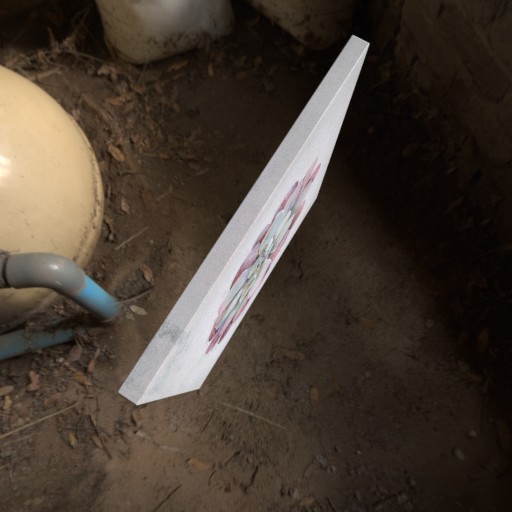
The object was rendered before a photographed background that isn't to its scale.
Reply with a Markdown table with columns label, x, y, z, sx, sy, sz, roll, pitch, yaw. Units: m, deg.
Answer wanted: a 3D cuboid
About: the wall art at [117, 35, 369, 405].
| label | x | y | z | sx | sy | sz | roll | pitch | yaw |
| --- | --- | --- | --- | --- | --- | --- | --- | --- | --- |
| wall art | 0.000 | 0.000 | 1.124 | 0.041 | 0.762 | 0.762 | 30 | 77 | 8 |
